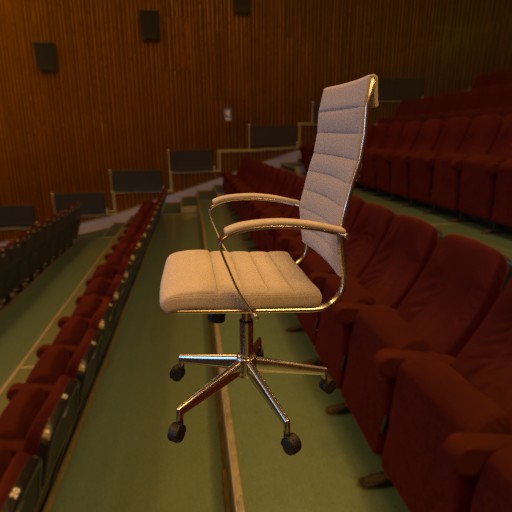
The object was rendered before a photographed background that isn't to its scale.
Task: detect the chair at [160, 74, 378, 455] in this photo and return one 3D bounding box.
[{"bbox_3d":[0.000,0.000,1.553,0.667,1.149,0.679,-2,16,-9],"label":"chair"}]
